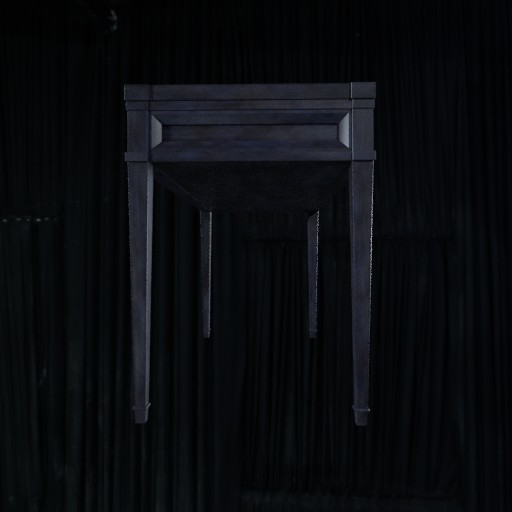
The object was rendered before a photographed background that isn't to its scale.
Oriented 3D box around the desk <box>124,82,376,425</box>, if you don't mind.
[{"bbox_3d":[0.000,0.000,1.751,0.630,0.861,1.289,0,0,2],"label":"desk"}]
